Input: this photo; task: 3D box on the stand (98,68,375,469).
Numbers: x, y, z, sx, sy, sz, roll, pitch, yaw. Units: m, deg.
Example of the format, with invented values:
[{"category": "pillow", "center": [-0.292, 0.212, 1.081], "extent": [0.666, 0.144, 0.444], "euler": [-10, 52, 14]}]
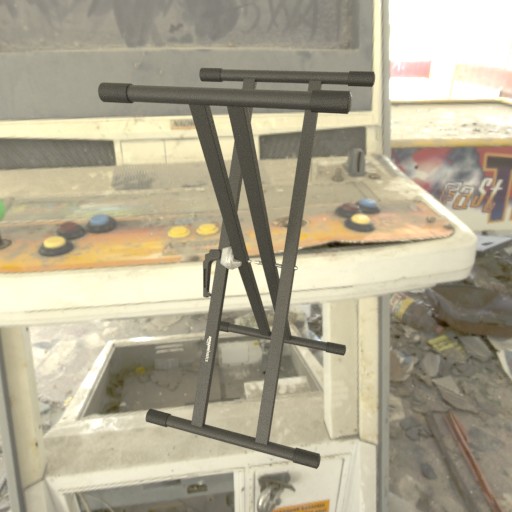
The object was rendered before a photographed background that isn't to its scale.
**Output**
[{"category": "stand", "center": [0.000, 0.000, 1.195], "extent": [0.495, 0.900, 0.503], "euler": [8, 28, 16]}]
